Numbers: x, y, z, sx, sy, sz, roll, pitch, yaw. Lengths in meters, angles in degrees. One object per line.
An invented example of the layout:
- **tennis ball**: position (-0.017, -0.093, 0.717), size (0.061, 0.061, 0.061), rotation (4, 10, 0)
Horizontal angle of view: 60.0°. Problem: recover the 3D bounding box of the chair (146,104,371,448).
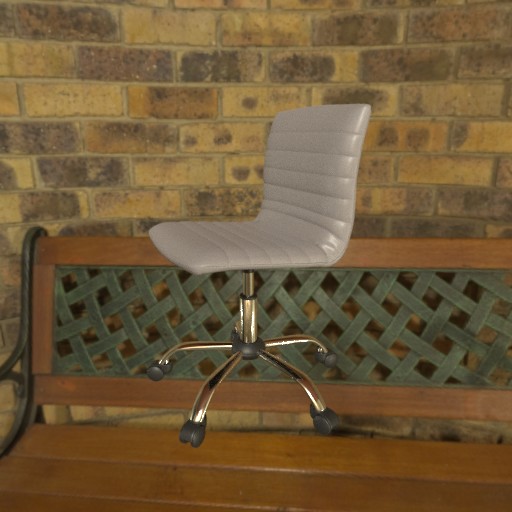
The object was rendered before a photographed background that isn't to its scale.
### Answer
- **chair**: position (0.000, 0.000, 1.149), size (0.542, 0.750, 0.569), rotation (-7, 17, -25)
